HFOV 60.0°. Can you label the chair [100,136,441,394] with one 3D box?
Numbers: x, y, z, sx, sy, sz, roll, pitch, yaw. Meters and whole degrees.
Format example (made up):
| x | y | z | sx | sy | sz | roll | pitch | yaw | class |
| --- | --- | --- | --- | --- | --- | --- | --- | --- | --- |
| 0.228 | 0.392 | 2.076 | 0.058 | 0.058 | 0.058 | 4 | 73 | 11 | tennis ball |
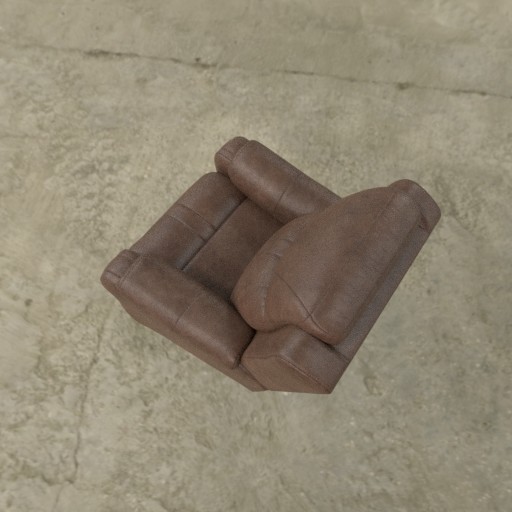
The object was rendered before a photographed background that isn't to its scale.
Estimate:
| x | y | z | sx | sy | sz | roll | pitch | yaw | class |
| --- | --- | --- | --- | --- | --- | --- | --- | --- | --- |
| 0.000 | 0.000 | 1.849 | 1.067 | 0.990 | 0.940 | 33 | 68 | 15 | chair |
